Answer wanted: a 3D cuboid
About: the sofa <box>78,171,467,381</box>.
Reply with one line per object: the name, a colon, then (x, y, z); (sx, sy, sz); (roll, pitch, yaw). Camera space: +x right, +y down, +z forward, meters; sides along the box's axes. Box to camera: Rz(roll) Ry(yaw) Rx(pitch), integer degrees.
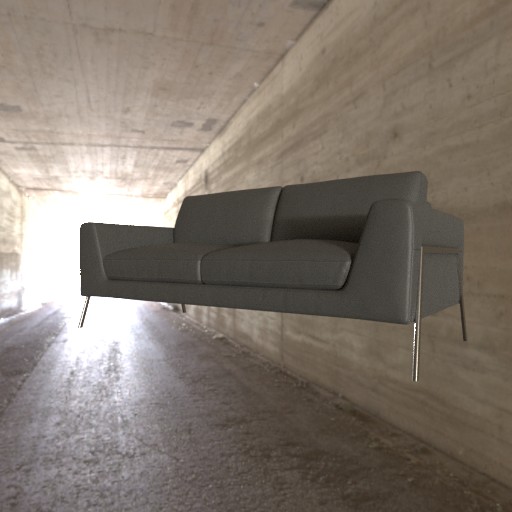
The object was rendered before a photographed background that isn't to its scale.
sofa: (0.000, 0.000, 2.493); (2.017, 0.875, 0.953); (0, 0, 35)
